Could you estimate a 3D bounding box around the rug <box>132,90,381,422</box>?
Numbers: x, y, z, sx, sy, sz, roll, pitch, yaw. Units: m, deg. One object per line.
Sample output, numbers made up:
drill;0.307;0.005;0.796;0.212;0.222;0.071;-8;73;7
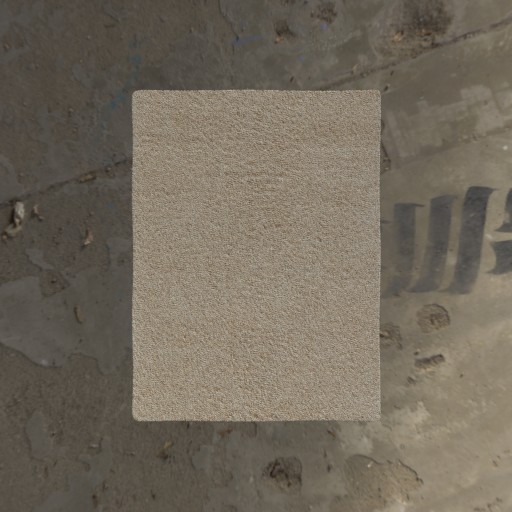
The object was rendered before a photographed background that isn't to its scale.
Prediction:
rug;0.000;0.000;2.149;1.200;0.027;1.600;0;90;0
